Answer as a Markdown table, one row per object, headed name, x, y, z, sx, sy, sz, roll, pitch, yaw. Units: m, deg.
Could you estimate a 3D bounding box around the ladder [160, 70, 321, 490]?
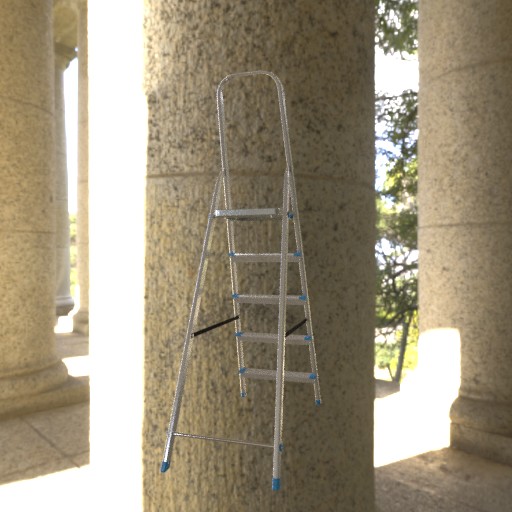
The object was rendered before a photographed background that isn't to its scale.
| name | x | y | z | sx | sy | sz | roll | pitch | yaw |
| --- | --- | --- | --- | --- | --- | --- | --- | --- | --- |
| ladder | 0.000 | 0.000 | 2.095 | 0.468 | 1.648 | 0.990 | 0 | 0 | 17 |
